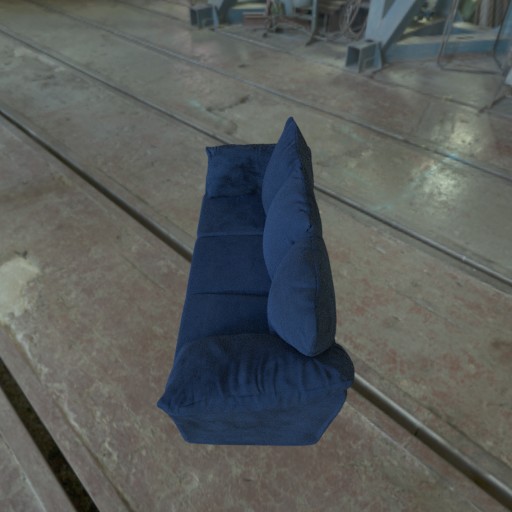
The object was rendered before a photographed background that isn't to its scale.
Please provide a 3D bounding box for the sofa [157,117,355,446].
[{"bbox_3d":[0.000,0.000,2.915,0.907,1.091,2.390,0,41,0],"label":"sofa"}]
